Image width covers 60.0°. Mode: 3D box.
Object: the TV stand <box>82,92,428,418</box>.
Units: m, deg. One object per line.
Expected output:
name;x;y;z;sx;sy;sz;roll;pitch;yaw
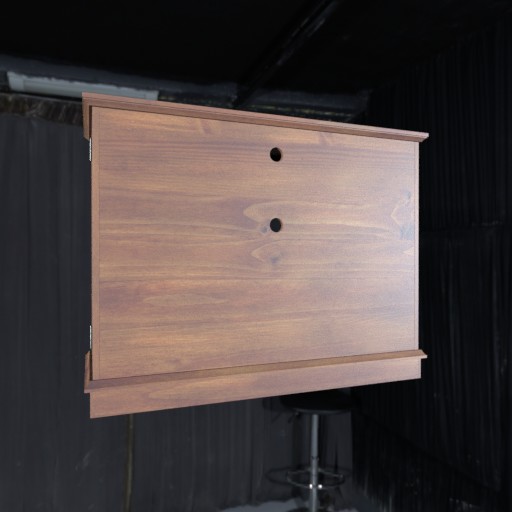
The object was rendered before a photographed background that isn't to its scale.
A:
TV stand;0.000;0.000;1.472;1.067;0.813;0.406;0;0;-21
